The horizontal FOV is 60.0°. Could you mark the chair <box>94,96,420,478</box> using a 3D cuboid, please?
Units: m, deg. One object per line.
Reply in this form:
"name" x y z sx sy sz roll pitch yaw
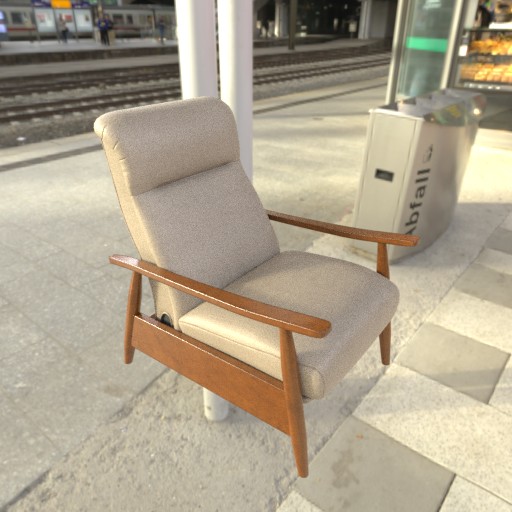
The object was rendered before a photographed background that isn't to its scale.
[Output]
"chair" 0.000 0.000 1.762 1.032 1.082 0.762 19 33 33
